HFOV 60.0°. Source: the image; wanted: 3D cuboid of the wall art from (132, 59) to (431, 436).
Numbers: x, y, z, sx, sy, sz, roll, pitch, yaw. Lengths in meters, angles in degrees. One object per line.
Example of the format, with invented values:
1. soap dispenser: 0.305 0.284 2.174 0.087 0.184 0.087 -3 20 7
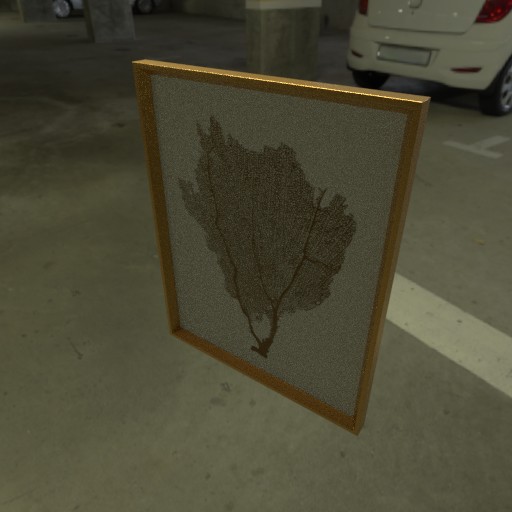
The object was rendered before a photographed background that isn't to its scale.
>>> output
1. wall art: 0.000 0.000 0.999 0.610 0.762 0.038 21 38 29
